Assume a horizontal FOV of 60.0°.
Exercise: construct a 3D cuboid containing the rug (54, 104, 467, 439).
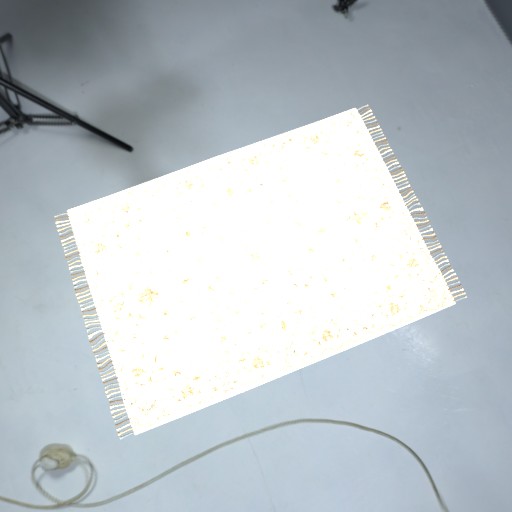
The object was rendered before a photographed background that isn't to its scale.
[{"bbox_3d":[0.000,0.000,2.315,1.861,0.017,1.218,-21,76,-5],"label":"rug"}]
